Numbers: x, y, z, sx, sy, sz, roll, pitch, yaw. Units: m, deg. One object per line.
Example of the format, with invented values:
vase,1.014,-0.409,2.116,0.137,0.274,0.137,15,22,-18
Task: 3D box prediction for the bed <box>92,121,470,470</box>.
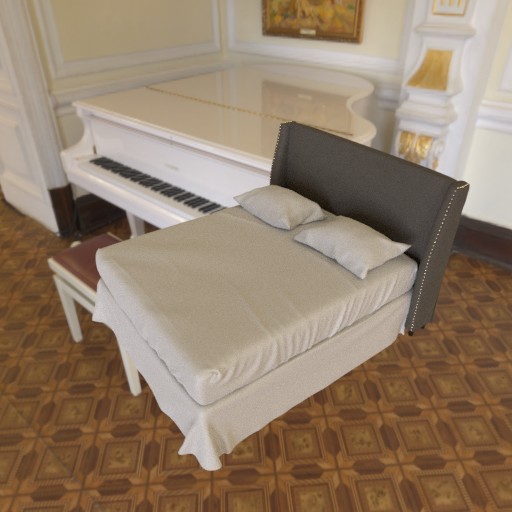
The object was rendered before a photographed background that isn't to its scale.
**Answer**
bed,0.000,0.000,3.451,2.276,1.332,1.925,-22,39,-30
